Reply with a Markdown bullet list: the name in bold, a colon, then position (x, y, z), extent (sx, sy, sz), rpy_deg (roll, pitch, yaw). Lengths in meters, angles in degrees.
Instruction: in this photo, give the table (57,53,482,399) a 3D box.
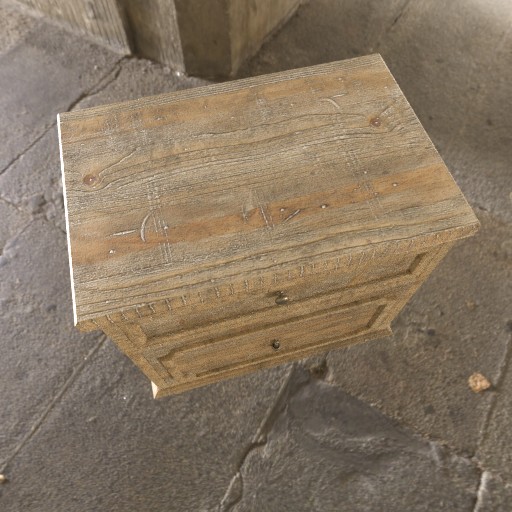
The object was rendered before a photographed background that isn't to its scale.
- **table**: position (0.000, 0.000, 1.121), extent (0.686, 0.711, 0.457), rpy_deg (-13, 63, -7)
